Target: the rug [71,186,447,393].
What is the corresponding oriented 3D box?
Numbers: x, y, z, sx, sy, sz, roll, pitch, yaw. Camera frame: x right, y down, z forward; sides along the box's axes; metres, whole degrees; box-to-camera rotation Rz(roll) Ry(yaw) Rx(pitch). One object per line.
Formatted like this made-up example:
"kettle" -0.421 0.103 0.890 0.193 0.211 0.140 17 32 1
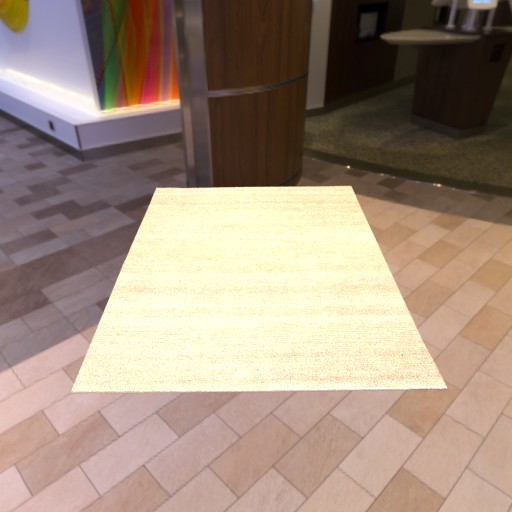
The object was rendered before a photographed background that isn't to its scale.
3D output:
"rug" 0.000 0.000 4.243 2.467 0.046 3.245 0 33 -1
